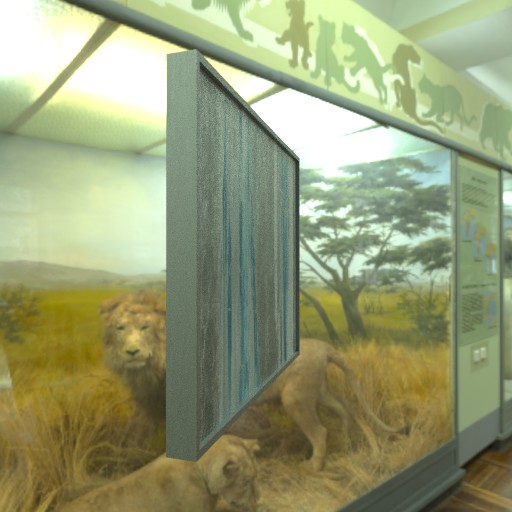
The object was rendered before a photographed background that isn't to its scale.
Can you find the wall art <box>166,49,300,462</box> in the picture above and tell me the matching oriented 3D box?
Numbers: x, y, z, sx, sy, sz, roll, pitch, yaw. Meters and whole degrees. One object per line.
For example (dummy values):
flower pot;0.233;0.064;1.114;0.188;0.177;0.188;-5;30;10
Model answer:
wall art;0.000;0.000;0.755;0.037;0.450;0.557;0;0;17
